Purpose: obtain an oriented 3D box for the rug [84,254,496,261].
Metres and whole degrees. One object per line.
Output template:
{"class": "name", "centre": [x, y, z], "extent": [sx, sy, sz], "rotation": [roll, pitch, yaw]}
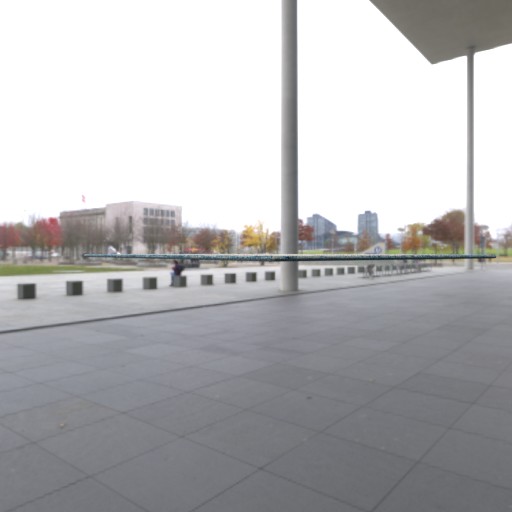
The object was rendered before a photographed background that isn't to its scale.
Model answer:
{"class": "rug", "centre": [0.000, 0.000, 2.277], "extent": [1.219, 0.016, 1.829], "rotation": [0, 0, -36]}
